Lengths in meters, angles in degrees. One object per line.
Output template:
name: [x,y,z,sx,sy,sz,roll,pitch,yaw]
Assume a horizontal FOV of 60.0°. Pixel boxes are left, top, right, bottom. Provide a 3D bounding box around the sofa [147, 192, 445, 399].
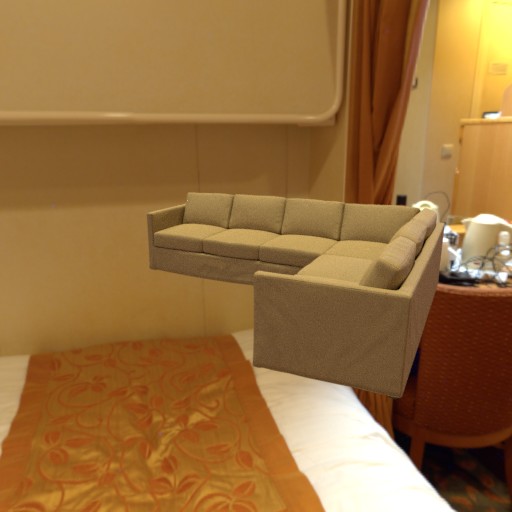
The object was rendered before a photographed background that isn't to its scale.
sofa: [0.000,0.000,4.295,3.182,0.871,2.432,8,17,26]
